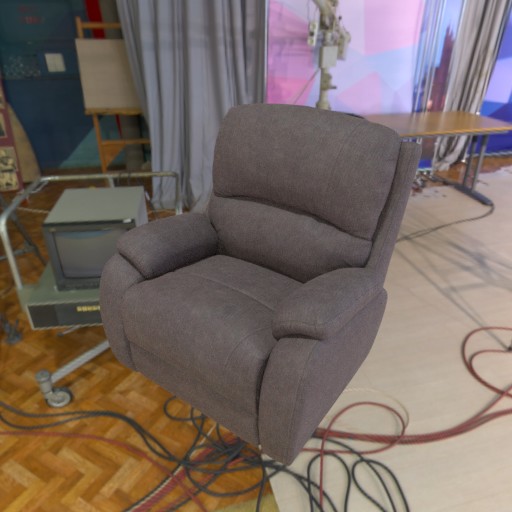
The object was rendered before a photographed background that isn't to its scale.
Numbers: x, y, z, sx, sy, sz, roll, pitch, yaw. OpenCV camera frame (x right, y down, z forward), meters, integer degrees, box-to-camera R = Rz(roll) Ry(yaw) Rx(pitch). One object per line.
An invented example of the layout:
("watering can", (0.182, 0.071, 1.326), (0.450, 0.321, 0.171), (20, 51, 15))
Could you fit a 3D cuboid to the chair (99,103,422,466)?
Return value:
("chair", (0.000, 0.000, 1.710), (0.930, 1.011, 0.899), (20, 36, 30))
